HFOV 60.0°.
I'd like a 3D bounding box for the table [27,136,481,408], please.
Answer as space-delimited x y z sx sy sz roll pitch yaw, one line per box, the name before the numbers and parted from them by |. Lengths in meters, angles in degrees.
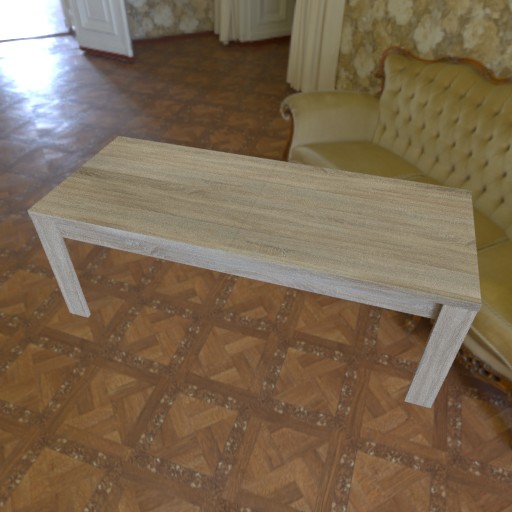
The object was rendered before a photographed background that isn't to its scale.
table | 0.000 0.000 2.628 2.200 0.790 0.900 12 42 13
